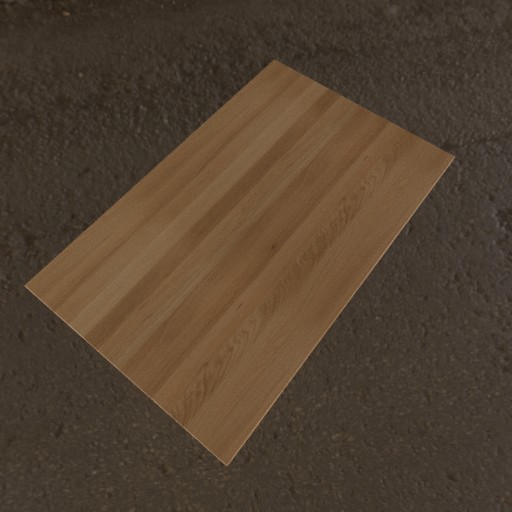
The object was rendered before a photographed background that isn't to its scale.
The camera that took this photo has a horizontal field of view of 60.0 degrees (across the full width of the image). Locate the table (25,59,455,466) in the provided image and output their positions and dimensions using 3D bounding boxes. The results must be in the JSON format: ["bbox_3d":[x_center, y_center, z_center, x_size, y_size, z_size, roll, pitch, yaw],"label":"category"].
[{"bbox_3d":[0.000,0.000,1.501,0.700,0.510,1.100,35,68,16],"label":"table"}]
